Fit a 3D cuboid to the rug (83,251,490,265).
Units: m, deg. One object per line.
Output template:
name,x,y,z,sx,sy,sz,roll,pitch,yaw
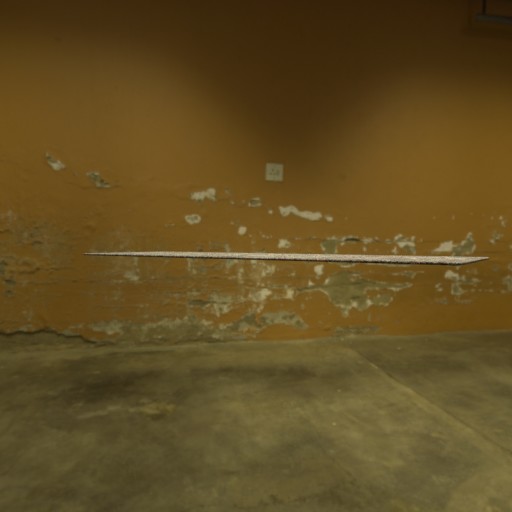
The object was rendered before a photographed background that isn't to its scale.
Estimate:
rug,0.000,0.000,2.539,2.305,0.013,0.719,1,2,35
